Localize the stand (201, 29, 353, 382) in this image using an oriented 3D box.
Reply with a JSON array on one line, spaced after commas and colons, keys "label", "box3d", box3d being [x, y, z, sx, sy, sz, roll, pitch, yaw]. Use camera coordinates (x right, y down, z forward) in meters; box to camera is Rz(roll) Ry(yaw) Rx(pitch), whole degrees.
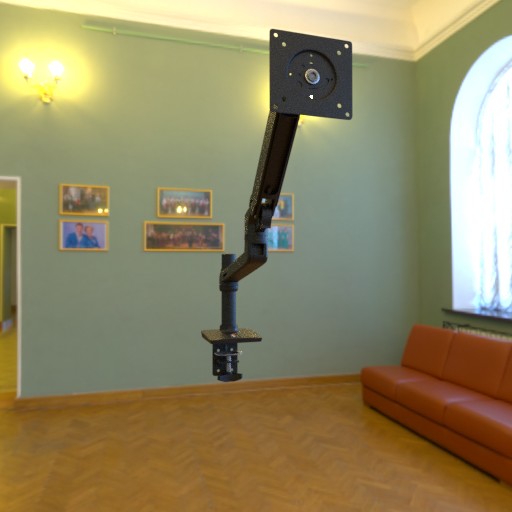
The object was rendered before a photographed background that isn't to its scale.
[{"label": "stand", "box3d": [0.000, 0.000, 1.031, 0.152, 0.713, 0.650, 0, -1, -17]}]
